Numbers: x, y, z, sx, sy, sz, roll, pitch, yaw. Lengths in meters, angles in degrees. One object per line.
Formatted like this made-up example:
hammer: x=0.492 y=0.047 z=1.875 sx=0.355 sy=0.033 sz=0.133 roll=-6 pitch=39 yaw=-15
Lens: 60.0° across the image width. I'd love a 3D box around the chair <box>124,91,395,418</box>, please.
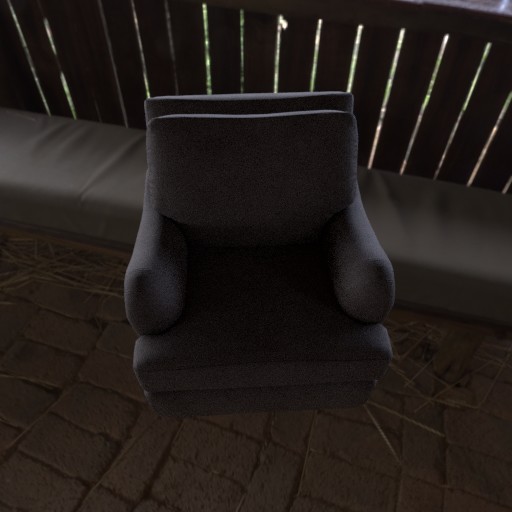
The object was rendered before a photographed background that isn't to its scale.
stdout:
chair: x=0.000 y=0.000 z=1.853 sx=0.955 sy=0.997 sz=1.070 roll=-2 pitch=48 yaw=-2
